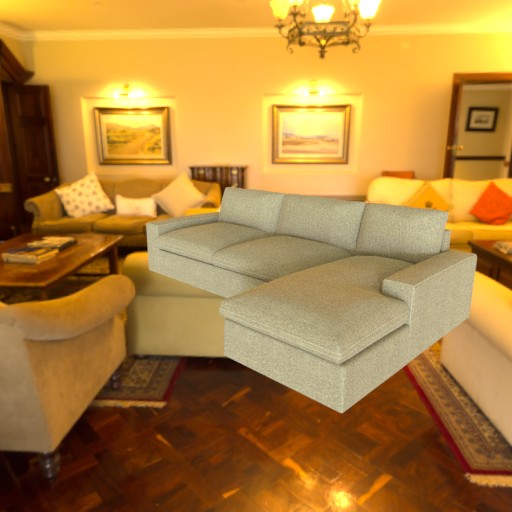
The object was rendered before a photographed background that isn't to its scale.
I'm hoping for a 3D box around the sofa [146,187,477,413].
[{"bbox_3d":[0.000,0.000,3.477,2.718,0.813,1.689,14,20,43],"label":"sofa"}]
